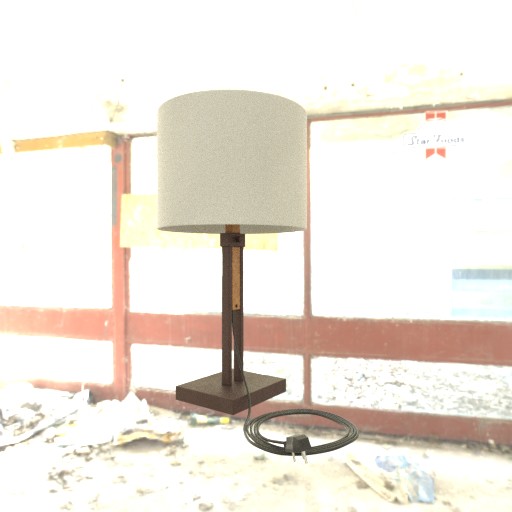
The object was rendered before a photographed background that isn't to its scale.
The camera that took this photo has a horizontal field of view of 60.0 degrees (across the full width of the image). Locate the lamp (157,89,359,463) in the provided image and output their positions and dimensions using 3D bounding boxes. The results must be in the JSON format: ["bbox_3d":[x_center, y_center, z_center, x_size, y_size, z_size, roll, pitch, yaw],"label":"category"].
[{"bbox_3d":[0.000,0.000,0.996,0.525,0.668,0.396,0,0,36],"label":"lamp"}]
